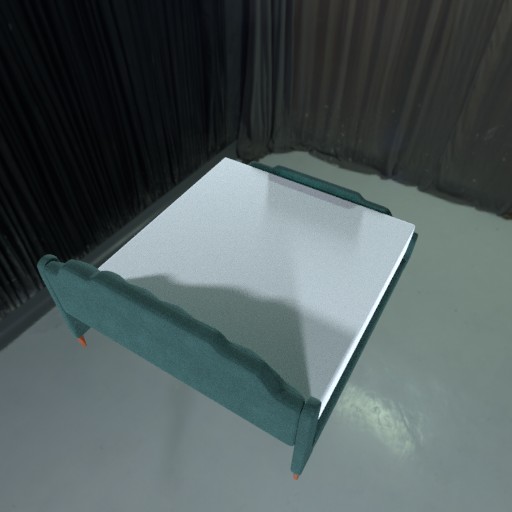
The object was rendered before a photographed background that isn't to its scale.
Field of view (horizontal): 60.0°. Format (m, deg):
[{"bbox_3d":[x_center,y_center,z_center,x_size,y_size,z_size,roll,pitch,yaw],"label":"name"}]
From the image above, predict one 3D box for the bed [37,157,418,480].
[{"bbox_3d":[0.000,0.000,3.586,2.074,1.245,2.340,24,51,21],"label":"bed"}]
